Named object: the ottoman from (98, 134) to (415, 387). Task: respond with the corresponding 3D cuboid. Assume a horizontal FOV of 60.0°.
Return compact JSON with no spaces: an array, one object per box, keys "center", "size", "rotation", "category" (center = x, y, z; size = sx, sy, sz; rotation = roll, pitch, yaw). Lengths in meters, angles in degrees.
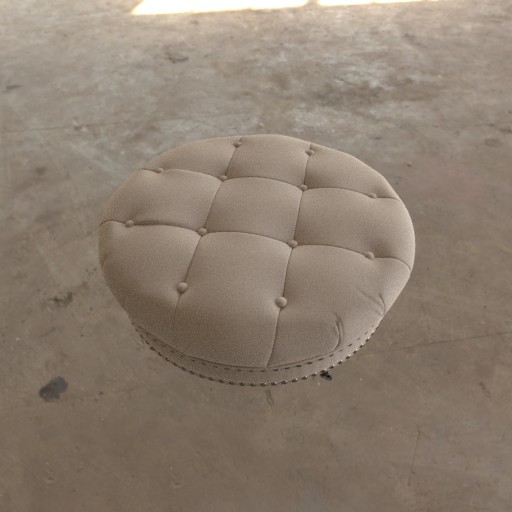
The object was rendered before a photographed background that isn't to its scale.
[{"center":[0.000,0.000,1.398],"size":[0.901,0.439,0.901],"rotation":[0,47,0],"category":"ottoman"}]
